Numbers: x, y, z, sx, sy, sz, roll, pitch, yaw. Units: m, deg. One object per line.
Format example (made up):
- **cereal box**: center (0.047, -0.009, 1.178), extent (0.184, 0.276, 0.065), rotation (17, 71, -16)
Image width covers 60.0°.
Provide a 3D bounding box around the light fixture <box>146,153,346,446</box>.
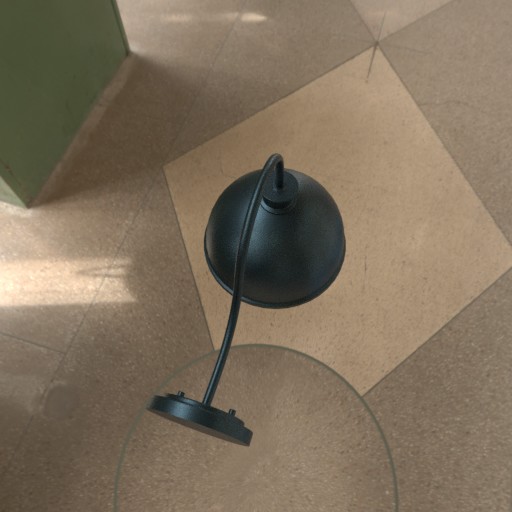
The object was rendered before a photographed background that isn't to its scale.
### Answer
- **light fixture**: center (0.000, 0.000, 0.620), extent (0.253, 0.295, 0.467), rotation (16, 64, 8)
